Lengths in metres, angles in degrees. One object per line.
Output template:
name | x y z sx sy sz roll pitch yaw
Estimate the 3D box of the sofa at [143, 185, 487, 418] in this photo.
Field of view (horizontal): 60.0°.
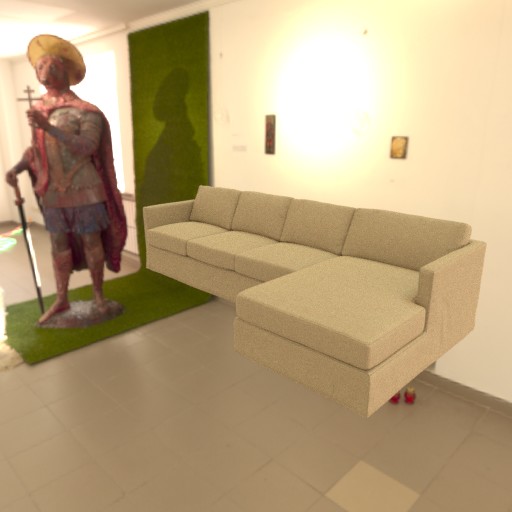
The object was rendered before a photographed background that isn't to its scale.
sofa | 0.000 0.000 3.810 3.177 0.867 1.622 15 22 42
